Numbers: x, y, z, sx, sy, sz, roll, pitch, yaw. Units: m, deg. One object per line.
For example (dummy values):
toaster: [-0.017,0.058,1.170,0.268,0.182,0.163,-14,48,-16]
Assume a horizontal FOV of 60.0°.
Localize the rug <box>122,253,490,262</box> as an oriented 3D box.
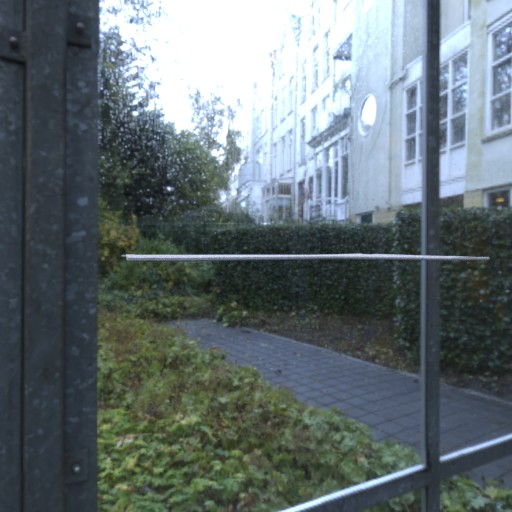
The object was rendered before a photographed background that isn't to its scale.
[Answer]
rug: [0.000,0.000,4.295,2.467,0.046,3.245,0,0,-17]
